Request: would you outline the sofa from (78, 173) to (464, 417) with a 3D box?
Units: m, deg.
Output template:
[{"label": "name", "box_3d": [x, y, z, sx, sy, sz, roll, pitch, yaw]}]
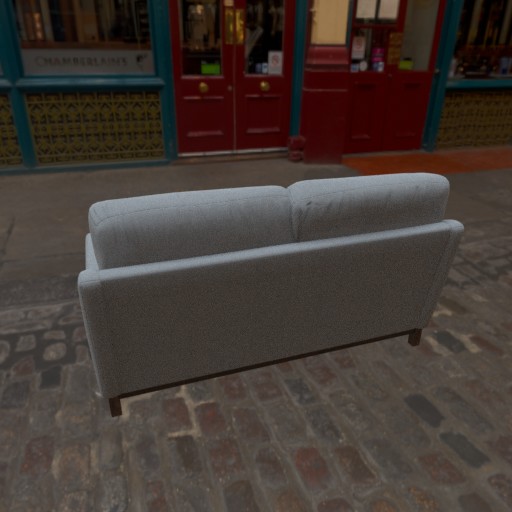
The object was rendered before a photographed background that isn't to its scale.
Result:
[{"label": "sofa", "box_3d": [0.000, 0.000, 2.178, 1.589, 0.921, 0.987, -8, 26, -17]}]
